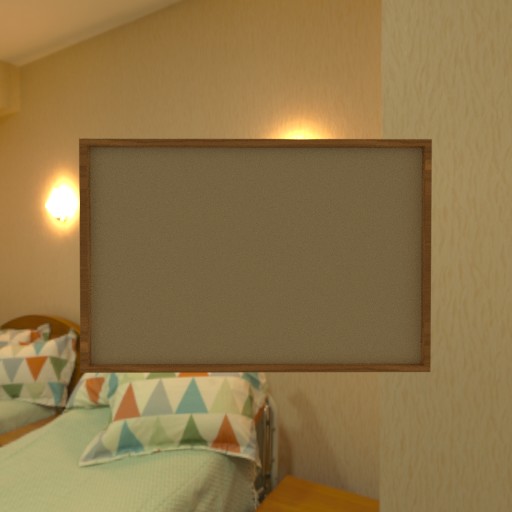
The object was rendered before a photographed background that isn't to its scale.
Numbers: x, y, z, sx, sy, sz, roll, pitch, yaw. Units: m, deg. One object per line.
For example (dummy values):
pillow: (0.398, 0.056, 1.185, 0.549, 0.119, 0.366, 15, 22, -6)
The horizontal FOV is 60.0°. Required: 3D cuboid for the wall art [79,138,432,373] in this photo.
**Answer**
wall art: (0.000, 0.000, 0.770, 0.604, 0.402, 0.018, 0, 1, 0)
